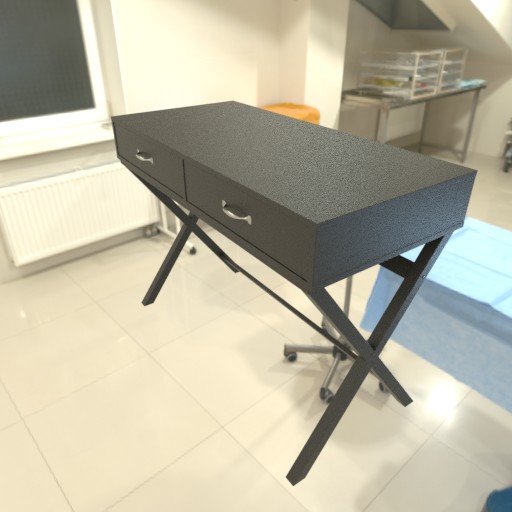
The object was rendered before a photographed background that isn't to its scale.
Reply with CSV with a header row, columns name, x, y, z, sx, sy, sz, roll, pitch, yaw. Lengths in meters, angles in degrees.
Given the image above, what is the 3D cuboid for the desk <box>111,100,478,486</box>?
name,x,y,z,sx,sy,sz,roll,pitch,yaw
desk,0.000,0.000,1.474,0.525,0.780,1.057,-19,35,-30
